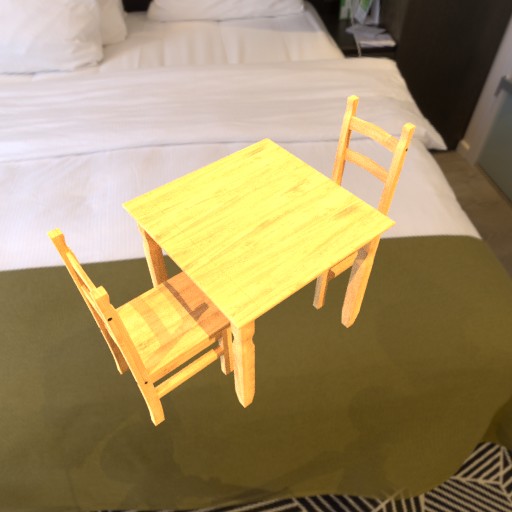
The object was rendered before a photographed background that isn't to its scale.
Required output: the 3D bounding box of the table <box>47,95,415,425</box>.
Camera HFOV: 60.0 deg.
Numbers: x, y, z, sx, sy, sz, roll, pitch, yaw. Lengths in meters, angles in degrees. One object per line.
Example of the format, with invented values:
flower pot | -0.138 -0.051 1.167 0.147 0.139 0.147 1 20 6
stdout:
table | 0.000 0.000 2.045 1.501 0.942 0.813 -31 54 -26
